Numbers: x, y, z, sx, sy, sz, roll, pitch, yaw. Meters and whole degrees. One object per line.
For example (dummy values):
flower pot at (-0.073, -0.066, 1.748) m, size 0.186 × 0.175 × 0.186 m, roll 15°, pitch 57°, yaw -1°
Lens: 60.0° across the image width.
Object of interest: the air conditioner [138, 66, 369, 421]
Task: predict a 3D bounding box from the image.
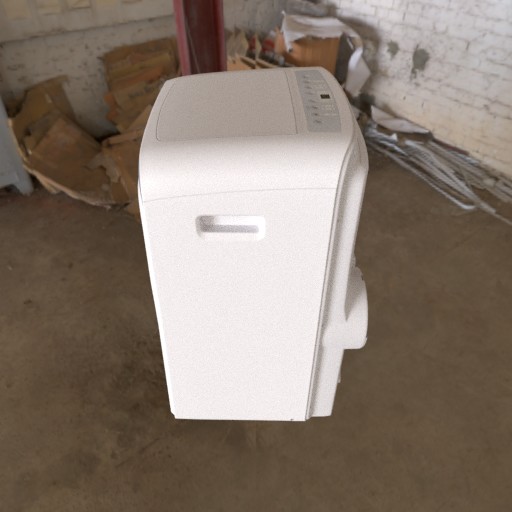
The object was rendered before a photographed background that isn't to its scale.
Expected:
air conditioner at (0.000, 0.000, 1.058) m, size 0.467 × 0.765 × 0.478 m, roll -1°, pitch 40°, yaw -1°
